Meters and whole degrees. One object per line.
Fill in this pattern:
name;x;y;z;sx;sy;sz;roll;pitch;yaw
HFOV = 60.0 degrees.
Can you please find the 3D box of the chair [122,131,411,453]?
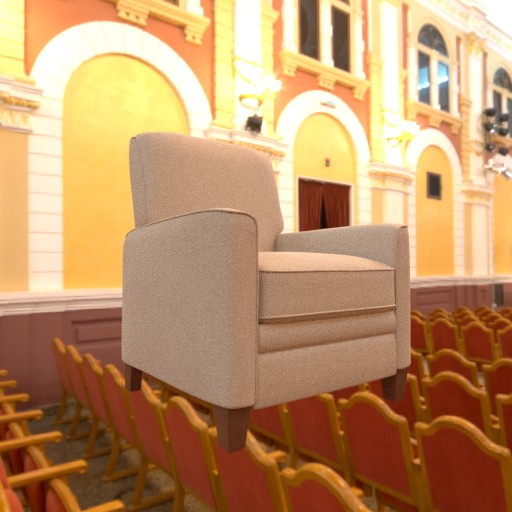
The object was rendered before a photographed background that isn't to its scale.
chair;0.000;0.000;1.662;0.841;1.023;0.858;1;-1;-37
